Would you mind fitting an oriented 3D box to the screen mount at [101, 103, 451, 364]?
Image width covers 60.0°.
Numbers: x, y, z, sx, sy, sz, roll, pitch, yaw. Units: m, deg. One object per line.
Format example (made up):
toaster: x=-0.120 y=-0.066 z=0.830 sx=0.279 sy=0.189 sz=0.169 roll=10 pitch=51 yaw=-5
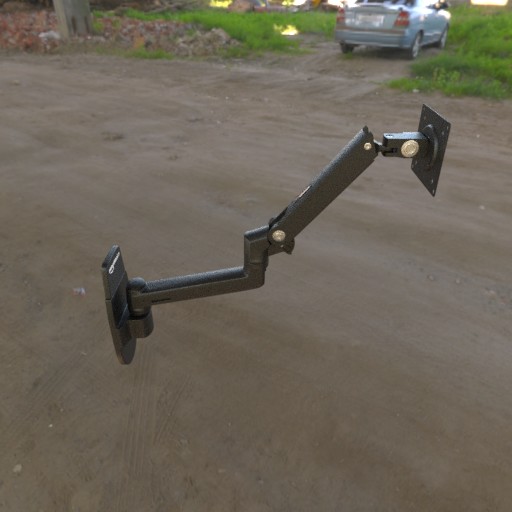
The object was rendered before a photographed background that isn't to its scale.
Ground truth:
screen mount: x=0.000 y=0.000 z=0.732 sx=0.495 sy=0.466 sz=0.115 roll=0 pitch=32 yaw=1
